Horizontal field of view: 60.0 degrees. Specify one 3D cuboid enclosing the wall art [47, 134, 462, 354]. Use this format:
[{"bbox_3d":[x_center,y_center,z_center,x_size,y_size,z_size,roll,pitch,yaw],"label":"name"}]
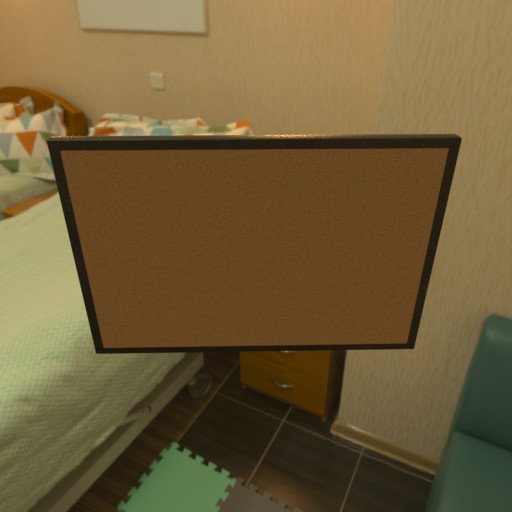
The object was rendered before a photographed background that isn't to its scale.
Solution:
[{"bbox_3d":[0.000,0.000,1.137,0.912,0.612,0.038,-1,29,-1],"label":"wall art"}]
